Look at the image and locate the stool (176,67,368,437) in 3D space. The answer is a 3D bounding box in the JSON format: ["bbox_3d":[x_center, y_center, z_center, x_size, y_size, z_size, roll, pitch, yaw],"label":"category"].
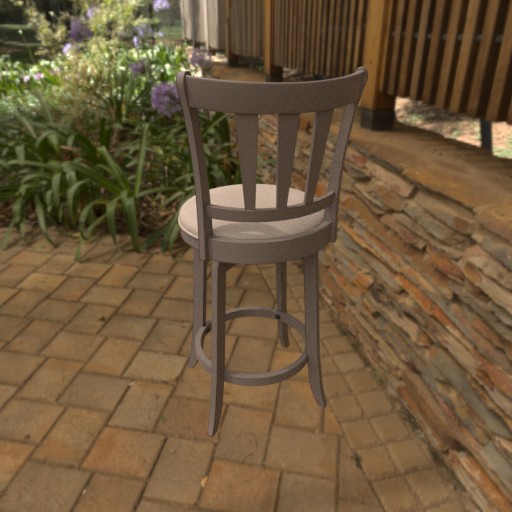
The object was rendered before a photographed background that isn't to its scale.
[{"bbox_3d":[0.000,0.000,1.291,0.436,1.023,0.475,-8,28,-16],"label":"stool"}]
